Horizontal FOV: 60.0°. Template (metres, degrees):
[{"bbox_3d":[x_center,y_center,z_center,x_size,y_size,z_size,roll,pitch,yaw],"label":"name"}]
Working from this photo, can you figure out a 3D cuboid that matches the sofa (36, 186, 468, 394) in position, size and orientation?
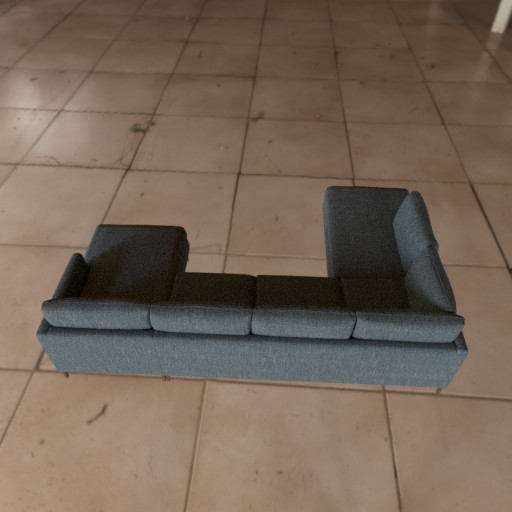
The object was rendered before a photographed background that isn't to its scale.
[{"bbox_3d":[0.000,0.000,3.499,2.737,0.753,1.879,2,46,2],"label":"sofa"}]
